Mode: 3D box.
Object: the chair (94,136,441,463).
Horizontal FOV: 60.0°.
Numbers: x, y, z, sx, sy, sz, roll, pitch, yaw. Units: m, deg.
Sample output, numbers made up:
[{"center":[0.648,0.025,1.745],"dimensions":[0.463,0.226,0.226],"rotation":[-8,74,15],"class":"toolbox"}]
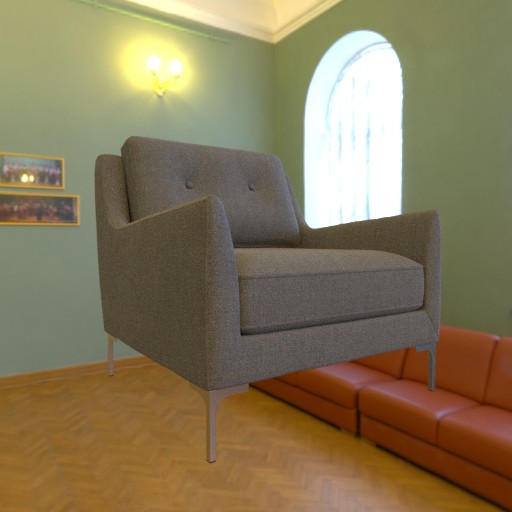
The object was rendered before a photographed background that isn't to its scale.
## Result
[{"center":[0.000,0.000,1.469],"dimensions":[0.847,0.828,0.849],"rotation":[-1,3,-34],"class":"chair"}]
